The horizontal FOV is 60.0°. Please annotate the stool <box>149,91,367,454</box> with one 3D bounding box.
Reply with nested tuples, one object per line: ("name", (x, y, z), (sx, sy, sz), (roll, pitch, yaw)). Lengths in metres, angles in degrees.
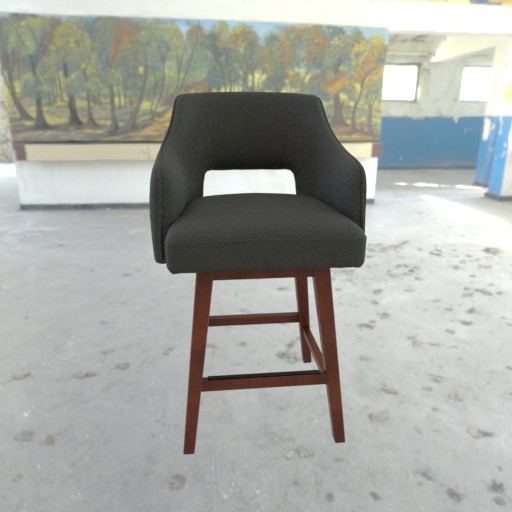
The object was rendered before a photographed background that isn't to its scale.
("stool", (0.000, 0.000, 1.272), (0.548, 0.912, 0.558), (-2, 18, -6))
